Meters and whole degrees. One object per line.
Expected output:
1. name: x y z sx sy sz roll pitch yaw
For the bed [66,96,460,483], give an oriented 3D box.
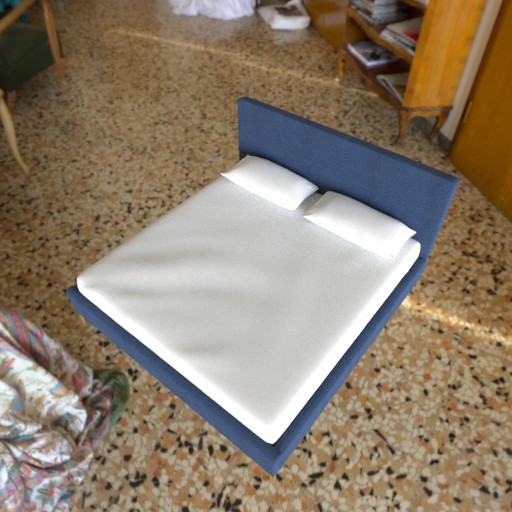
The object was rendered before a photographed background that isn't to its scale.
1. bed: 0.000 0.000 3.528 2.096 1.231 2.232 30 53 26
